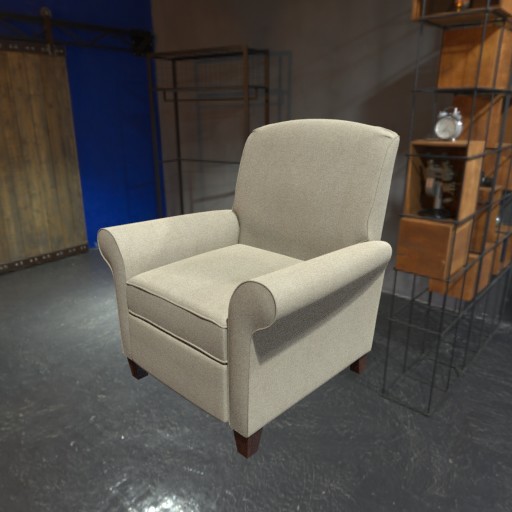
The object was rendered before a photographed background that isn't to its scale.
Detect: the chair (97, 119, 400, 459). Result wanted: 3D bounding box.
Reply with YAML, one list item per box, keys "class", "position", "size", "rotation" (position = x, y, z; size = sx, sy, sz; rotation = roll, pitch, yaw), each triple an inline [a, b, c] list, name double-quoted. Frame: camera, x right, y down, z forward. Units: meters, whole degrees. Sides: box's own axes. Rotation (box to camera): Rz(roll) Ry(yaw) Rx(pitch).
- class: "chair"
  position: [0.000, 0.000, 1.813]
  size: [0.978, 1.061, 0.905]
  rotation: [16, 24, 41]
